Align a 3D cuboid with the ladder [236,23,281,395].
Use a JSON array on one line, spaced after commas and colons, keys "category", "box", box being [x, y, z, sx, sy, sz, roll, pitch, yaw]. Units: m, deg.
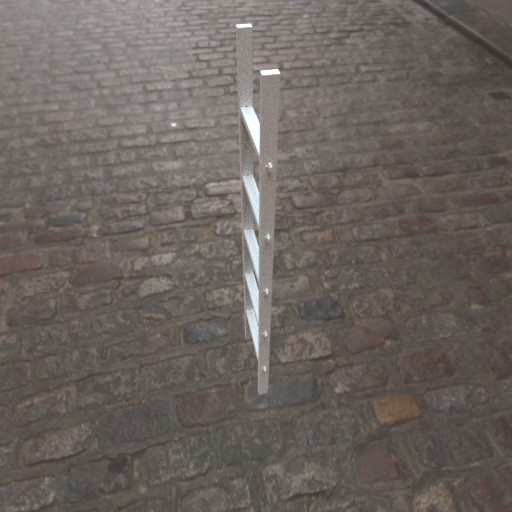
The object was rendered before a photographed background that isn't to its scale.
[{"category": "ladder", "box": [0.000, 0.000, 1.975, 0.051, 1.797, 0.452, -9, 46, -8]}]
